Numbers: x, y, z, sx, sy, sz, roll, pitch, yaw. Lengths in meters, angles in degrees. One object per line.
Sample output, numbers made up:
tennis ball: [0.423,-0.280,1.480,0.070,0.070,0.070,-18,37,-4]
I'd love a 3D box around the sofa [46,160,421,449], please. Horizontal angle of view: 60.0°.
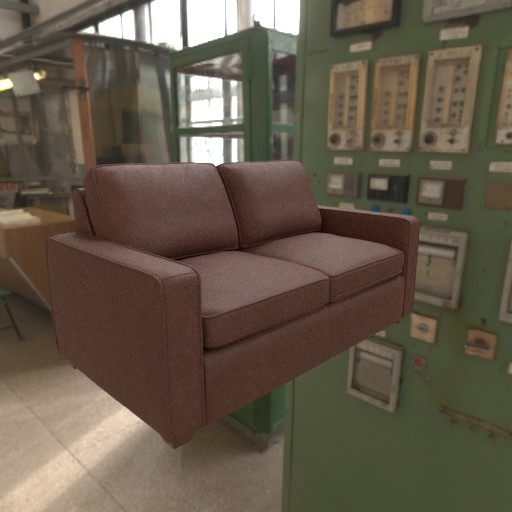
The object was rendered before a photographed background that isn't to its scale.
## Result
sofa: [0.000,0.000,2.217,1.709,0.918,0.947,-13,19,-43]
